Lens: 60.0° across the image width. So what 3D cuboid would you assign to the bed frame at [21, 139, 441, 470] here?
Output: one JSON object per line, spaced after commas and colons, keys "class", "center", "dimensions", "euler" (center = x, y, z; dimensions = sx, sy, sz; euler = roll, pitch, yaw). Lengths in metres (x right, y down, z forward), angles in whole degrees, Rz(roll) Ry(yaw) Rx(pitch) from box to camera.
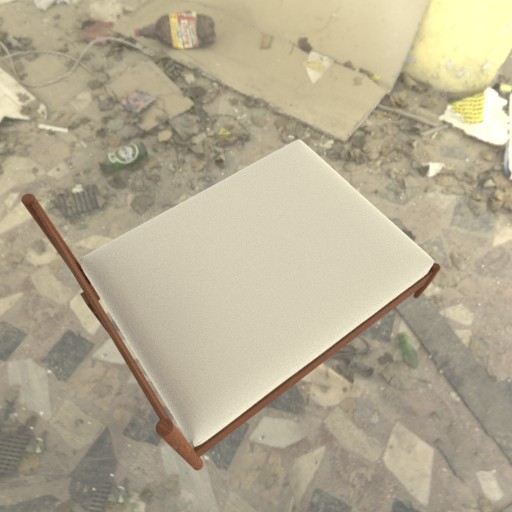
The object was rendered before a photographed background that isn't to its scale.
{"class": "bed frame", "center": [0.000, 0.000, 3.154], "dimensions": [2.234, 1.321, 1.655], "euler": [-32, 64, -18]}
